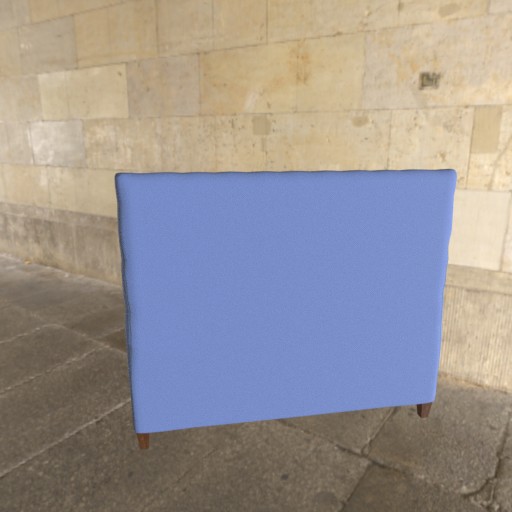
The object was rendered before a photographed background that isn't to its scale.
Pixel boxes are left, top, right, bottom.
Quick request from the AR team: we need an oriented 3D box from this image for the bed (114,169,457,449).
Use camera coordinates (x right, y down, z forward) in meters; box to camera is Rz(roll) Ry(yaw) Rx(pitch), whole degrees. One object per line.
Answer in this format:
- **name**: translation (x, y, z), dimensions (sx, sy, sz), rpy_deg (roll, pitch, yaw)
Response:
- **bed**: translation (0.000, 0.000, 3.391), dimensions (1.706, 1.427, 2.387), rpy_deg (-3, 15, -10)
